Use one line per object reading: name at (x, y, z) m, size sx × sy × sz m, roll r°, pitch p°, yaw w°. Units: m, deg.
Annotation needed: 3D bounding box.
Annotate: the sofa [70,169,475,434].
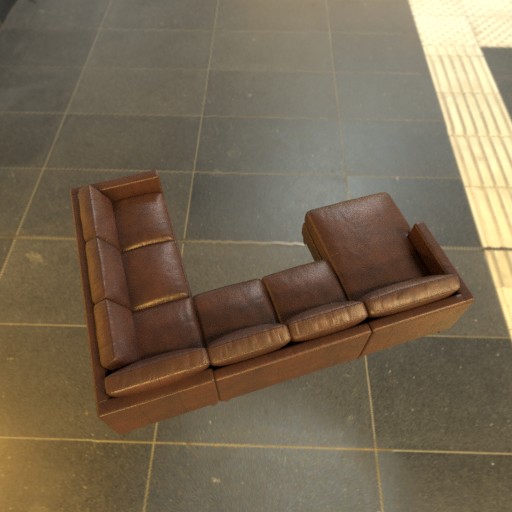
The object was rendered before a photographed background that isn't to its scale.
sofa at (0.000, 0.000, 4.533) m, size 3.324 × 0.891 × 2.452 m, roll -15°, pitch 58°, yaw -10°
